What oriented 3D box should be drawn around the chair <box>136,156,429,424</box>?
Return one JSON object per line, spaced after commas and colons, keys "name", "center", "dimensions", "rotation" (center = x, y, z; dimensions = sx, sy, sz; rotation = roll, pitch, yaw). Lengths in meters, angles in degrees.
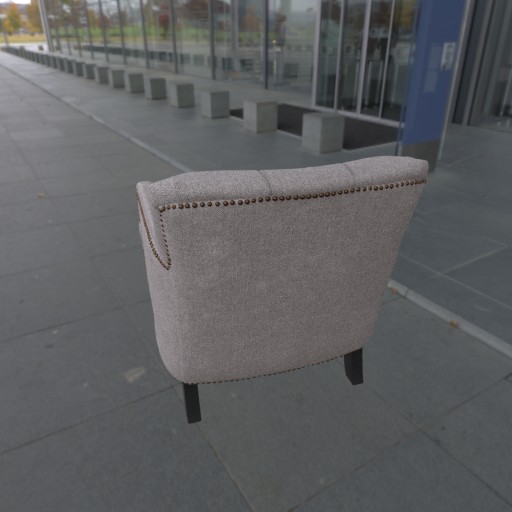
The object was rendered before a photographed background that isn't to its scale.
{"name": "chair", "center": [0.000, 0.000, 1.532], "dimensions": [0.737, 0.823, 0.902], "rotation": [-8, 28, -15]}
